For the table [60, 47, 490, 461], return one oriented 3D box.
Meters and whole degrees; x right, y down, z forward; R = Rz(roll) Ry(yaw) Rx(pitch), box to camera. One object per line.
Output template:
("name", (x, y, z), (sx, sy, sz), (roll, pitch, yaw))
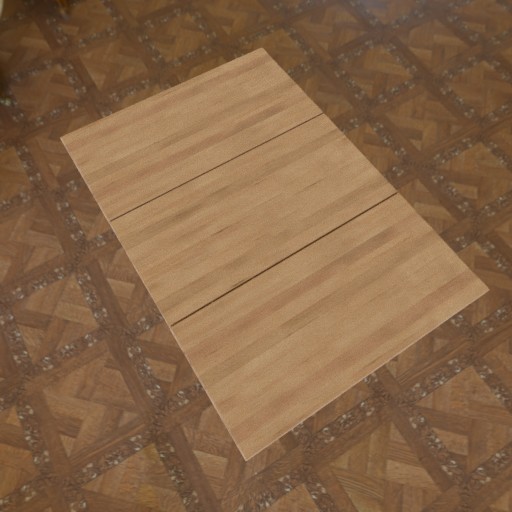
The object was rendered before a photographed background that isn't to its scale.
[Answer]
("table", (0.000, 0.000, 1.859), (0.900, 0.770, 1.300), (-30, 68, -14))
